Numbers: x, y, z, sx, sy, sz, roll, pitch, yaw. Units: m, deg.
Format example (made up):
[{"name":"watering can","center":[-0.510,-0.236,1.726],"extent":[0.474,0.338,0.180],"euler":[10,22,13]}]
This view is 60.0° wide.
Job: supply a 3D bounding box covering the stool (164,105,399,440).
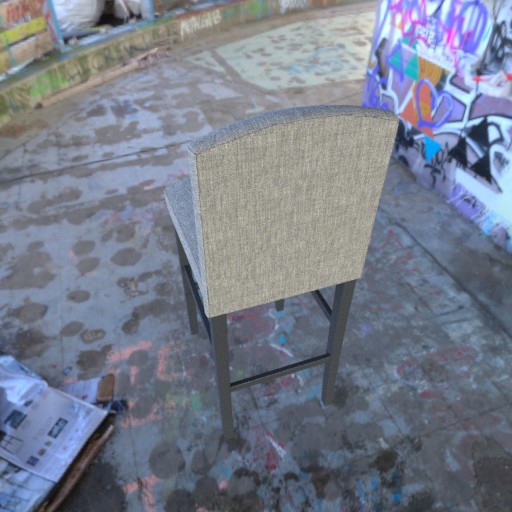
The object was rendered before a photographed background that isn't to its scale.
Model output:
[{"name":"stool","center":[0.000,0.000,1.393],"extent":[0.451,1.138,0.552],"euler":[-13,42,-15]}]
